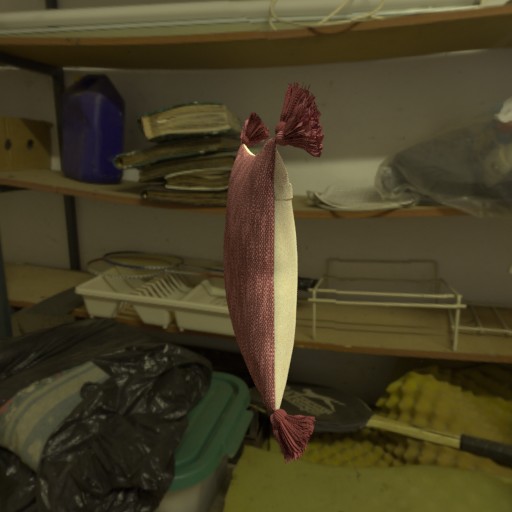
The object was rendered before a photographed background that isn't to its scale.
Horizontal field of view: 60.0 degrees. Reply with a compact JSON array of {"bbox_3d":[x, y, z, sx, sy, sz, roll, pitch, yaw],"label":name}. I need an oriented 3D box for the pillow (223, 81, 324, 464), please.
[{"bbox_3d":[0.000,0.000,0.975,0.138,0.659,0.641,-2,13,-8],"label":"pillow"}]
